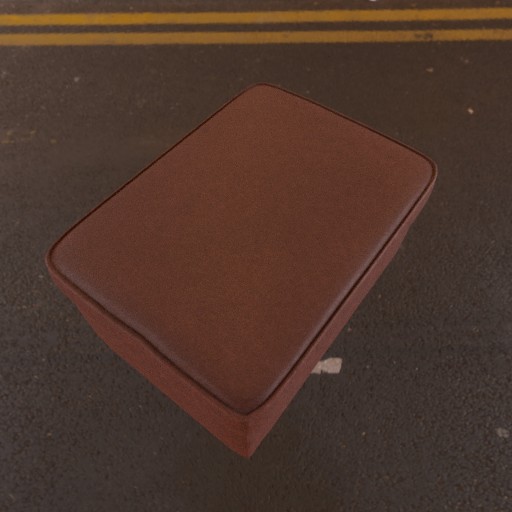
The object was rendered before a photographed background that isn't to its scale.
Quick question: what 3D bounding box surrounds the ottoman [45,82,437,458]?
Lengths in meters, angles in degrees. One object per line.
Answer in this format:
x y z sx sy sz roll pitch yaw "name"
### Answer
0.000 0.000 1.091 0.548 0.449 0.749 32 62 20 "ottoman"
